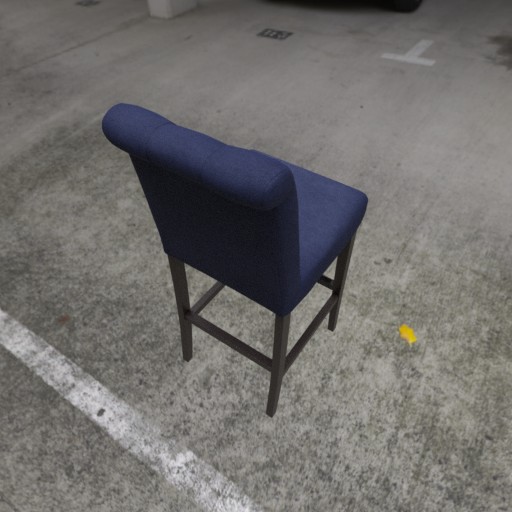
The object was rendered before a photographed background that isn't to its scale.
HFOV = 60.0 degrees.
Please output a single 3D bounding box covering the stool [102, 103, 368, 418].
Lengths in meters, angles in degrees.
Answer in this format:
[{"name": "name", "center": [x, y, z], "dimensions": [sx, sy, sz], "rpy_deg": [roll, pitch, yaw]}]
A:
[{"name": "stool", "center": [0.000, 0.000, 1.455], "dimensions": [0.493, 1.140, 0.601], "rpy_deg": [27, 52, 23]}]
